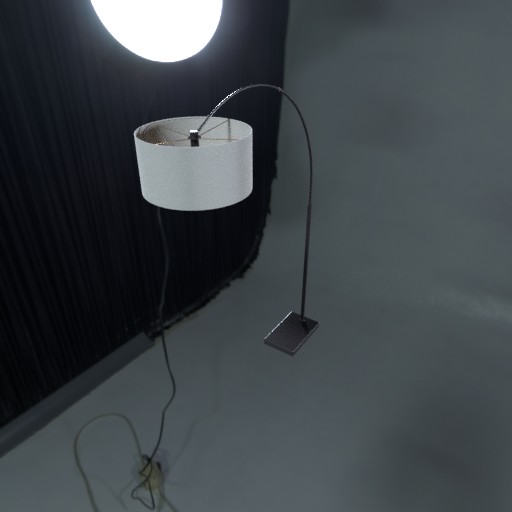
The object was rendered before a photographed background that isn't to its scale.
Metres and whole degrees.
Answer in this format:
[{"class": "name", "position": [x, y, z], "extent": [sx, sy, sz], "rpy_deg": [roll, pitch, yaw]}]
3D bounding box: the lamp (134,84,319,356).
[{"class": "lamp", "position": [0.000, 0.000, 2.630], "extent": [0.493, 1.927, 1.424], "rpy_deg": [19, 35, 29]}]
